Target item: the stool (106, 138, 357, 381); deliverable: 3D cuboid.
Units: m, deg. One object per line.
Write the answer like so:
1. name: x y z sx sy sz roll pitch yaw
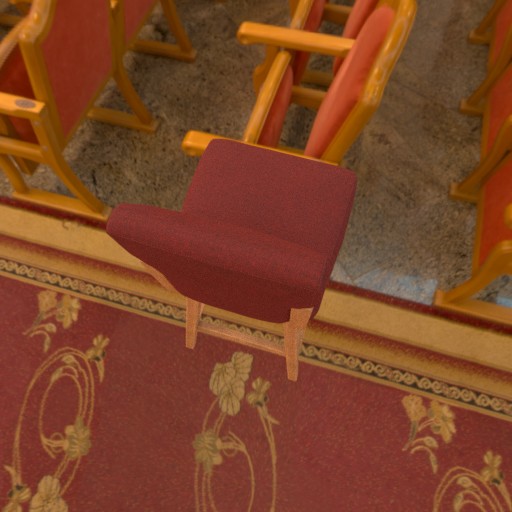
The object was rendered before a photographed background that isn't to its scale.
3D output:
1. stool: 0.000 0.000 1.329 0.468 1.038 0.562 16 64 8
